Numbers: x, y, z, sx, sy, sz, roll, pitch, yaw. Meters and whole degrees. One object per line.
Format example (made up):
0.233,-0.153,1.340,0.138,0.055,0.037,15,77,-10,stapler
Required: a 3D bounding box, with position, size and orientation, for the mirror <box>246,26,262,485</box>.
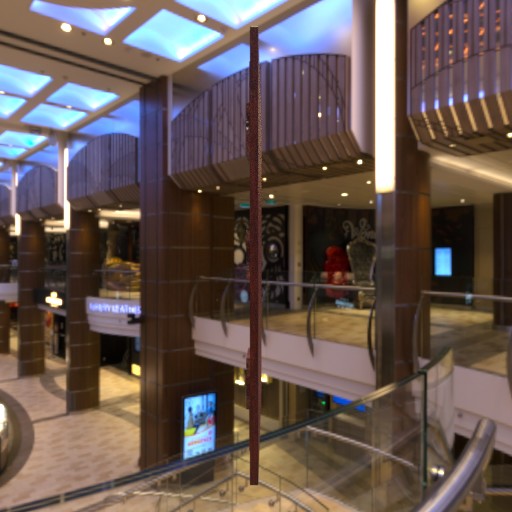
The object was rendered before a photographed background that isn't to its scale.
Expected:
0.000,0.000,1.077,0.021,0.805,0.600,0,0,1,mirror
